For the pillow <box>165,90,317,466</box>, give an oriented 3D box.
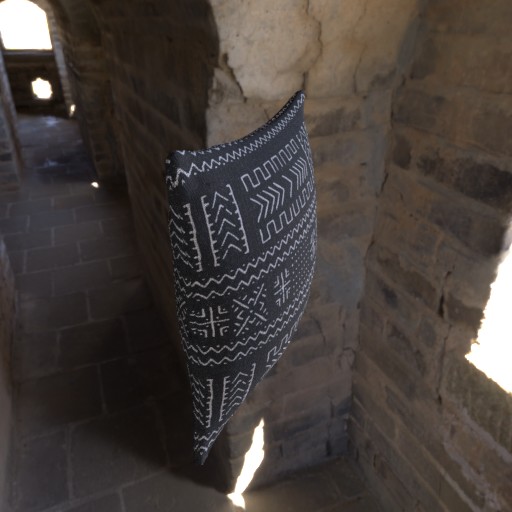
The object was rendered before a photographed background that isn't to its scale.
[{"bbox_3d":[0.000,0.000,0.673,0.164,0.430,0.438,10,30,18],"label":"pillow"}]
